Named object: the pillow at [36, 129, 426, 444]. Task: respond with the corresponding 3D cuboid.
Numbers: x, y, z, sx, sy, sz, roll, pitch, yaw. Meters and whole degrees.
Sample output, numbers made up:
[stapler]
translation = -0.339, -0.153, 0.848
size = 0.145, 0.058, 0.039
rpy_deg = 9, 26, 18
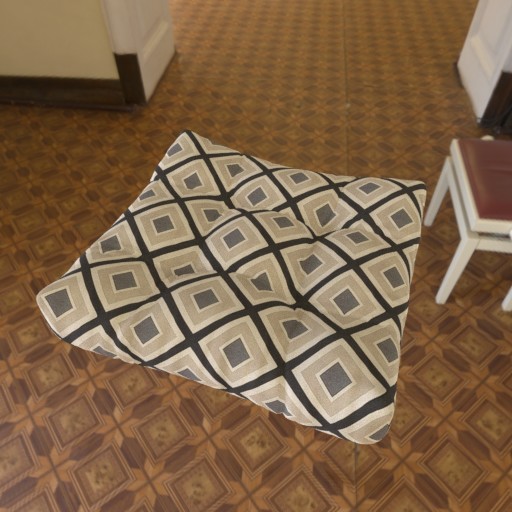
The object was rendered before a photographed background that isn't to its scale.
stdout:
[pillow]
translation = 0.000, 0.000, 0.716
size = 0.490, 0.128, 0.468
rpy_deg = 15, 49, 13
